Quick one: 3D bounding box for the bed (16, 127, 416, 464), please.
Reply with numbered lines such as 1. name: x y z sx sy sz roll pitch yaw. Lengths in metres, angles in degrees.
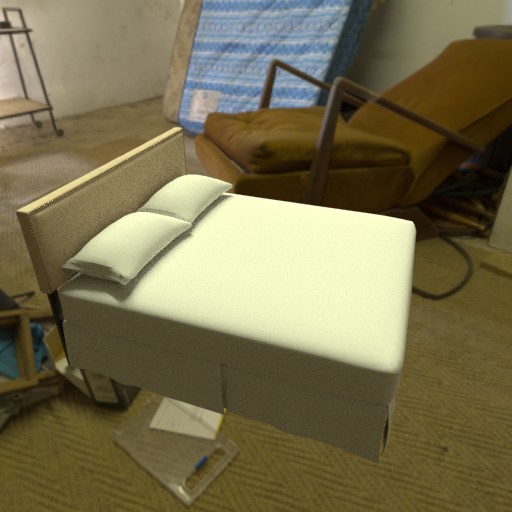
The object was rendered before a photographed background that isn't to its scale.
1. bed: 0.000 0.000 2.733 1.876 1.016 1.616 10 33 17
